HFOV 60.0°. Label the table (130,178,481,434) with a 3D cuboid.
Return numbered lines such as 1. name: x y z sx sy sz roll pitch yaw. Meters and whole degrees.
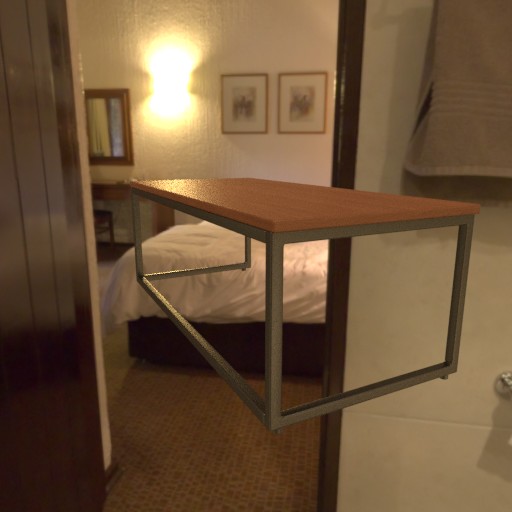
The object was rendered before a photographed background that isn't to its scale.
1. table: 0.000 0.000 1.343 0.500 0.400 1.100 -7 15 -26
